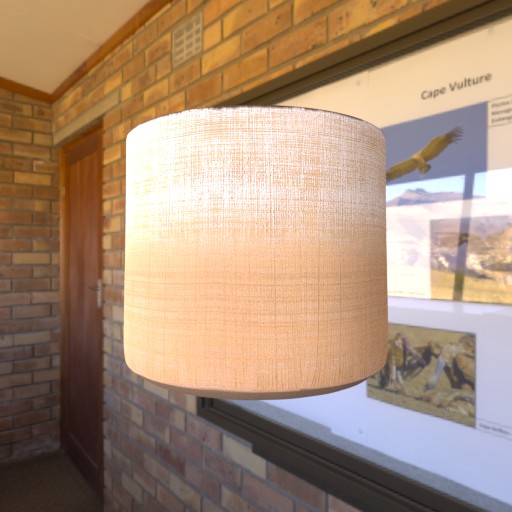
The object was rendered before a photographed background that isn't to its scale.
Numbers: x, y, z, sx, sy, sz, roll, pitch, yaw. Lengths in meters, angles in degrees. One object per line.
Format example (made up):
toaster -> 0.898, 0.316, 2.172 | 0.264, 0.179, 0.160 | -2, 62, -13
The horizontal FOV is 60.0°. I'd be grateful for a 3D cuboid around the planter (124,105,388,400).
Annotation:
planter -> 0.000, 0.000, 0.444 | 0.254, 0.221, 0.254 | 0, 0, 0
